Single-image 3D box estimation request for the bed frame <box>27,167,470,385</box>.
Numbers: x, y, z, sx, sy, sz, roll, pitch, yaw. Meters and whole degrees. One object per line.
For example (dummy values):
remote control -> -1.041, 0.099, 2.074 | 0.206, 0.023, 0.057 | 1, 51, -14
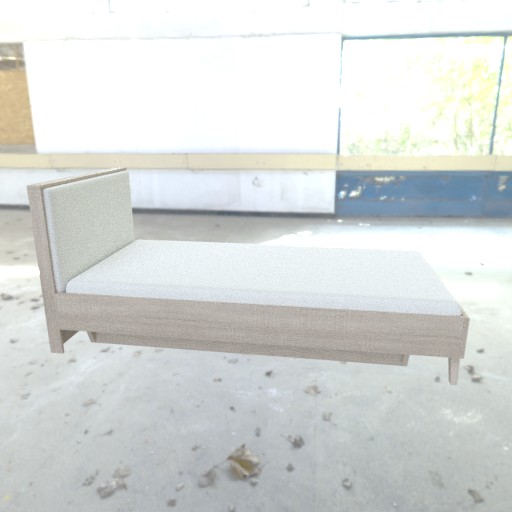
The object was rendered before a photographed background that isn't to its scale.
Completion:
bed frame -> 0.000, 0.000, 2.631 | 2.140, 0.920, 0.990 | 2, 17, 8
